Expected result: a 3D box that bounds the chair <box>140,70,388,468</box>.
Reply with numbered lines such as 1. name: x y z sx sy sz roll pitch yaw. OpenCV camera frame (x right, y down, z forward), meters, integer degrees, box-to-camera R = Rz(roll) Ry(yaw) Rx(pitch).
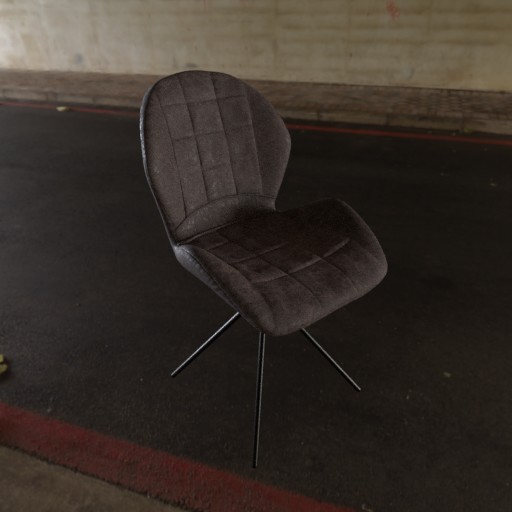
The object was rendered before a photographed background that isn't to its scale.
1. chair: 0.000 0.000 1.268 0.527 0.934 0.640 -22 36 -33
